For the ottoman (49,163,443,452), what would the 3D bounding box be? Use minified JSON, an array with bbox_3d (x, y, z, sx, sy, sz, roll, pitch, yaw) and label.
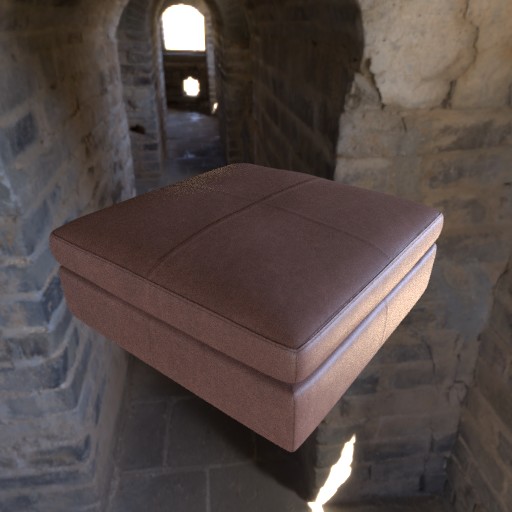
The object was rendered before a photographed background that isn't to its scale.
[{"bbox_3d":[0.000,0.000,1.838,1.168,0.490,1.168,20,34,32],"label":"ottoman"}]
